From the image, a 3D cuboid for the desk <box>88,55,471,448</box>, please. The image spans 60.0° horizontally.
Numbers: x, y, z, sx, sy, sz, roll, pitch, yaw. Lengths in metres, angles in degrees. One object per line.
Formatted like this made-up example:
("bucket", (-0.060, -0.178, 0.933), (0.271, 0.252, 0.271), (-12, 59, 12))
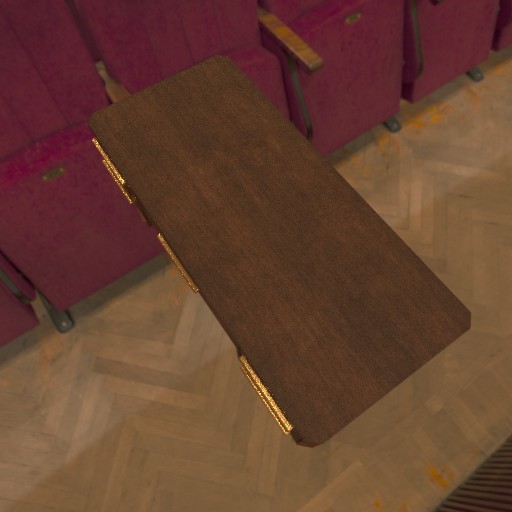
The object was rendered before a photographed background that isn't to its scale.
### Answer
("desk", (0.000, 0.000, 1.915), (0.684, 0.762, 1.479), (-32, 68, -14))
